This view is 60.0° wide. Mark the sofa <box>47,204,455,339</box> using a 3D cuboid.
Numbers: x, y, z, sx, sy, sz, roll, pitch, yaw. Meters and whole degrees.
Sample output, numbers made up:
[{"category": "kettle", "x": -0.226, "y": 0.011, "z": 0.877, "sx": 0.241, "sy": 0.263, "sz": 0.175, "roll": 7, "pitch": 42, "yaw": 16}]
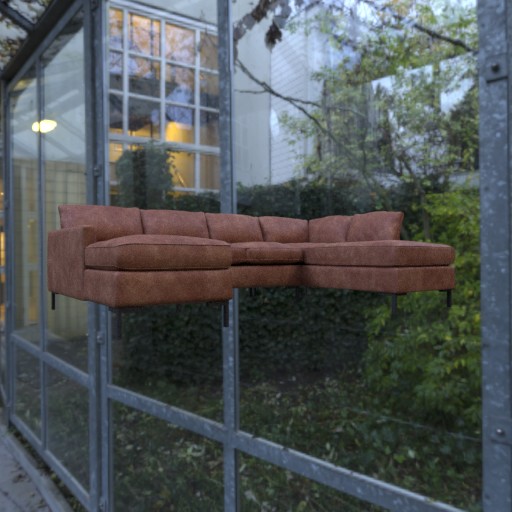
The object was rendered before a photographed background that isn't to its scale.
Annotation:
[{"category": "sofa", "x": 0.000, "y": 0.000, "z": 3.795, "sx": 2.956, "sy": 0.900, "sz": 1.939, "roll": 0, "pitch": 0, "yaw": -36}]
